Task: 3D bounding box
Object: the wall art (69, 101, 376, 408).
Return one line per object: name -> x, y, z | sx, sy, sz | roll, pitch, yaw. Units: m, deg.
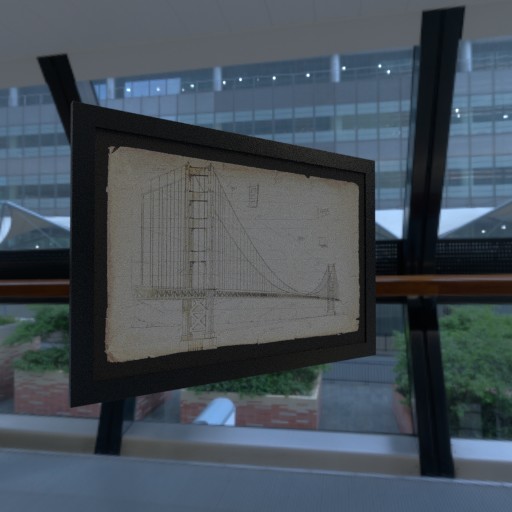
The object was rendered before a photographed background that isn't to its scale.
wall art -> 0.000, 0.000, 0.837 | 0.660, 0.447, 0.013 | 1, -1, -35
